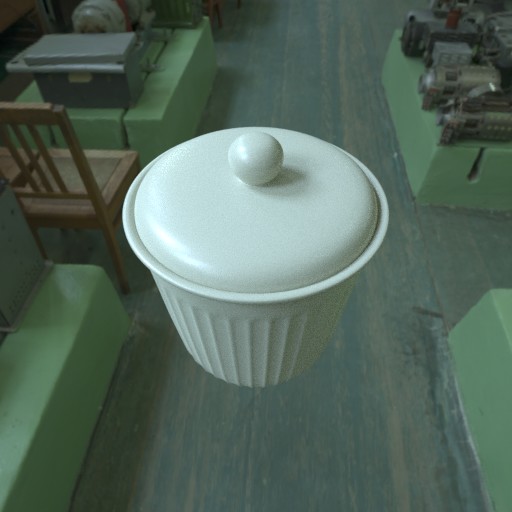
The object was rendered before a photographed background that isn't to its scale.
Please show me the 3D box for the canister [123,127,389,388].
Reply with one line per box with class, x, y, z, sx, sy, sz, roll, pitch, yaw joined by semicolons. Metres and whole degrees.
canister;0.000;0.000;0.349;0.181;0.211;0.181;0;46;0
